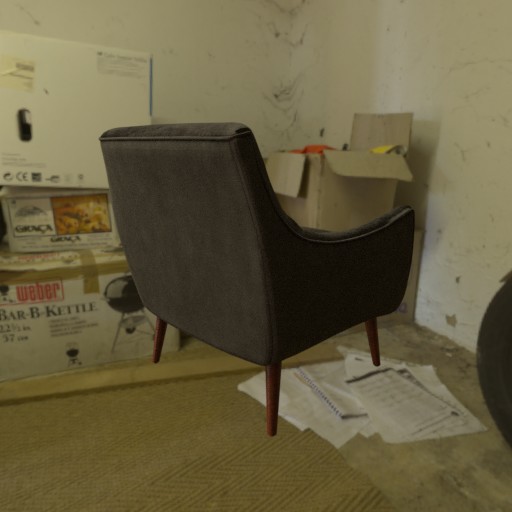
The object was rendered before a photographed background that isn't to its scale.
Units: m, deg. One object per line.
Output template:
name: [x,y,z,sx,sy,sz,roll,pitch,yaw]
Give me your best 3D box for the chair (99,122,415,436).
chair: [0.000,0.000,1.495,0.787,0.838,0.762,-14,20,-43]
